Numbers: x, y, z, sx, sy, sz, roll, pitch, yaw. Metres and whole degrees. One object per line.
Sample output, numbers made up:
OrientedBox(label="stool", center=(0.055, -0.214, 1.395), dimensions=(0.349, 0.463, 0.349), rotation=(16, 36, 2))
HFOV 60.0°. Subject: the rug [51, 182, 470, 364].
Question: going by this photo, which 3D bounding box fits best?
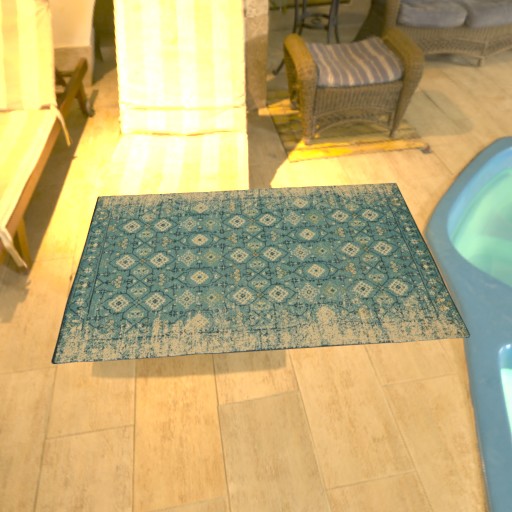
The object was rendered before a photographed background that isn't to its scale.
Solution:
OrientedBox(label="rug", center=(0.000, 0.000, 3.091), dimensions=(2.449, 0.015, 1.530), rotation=(-3, 46, -3))
